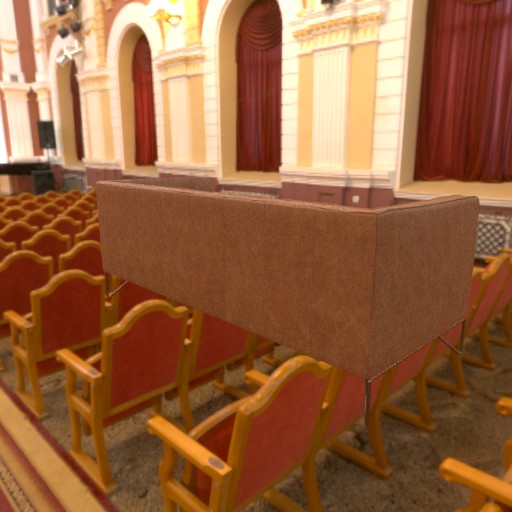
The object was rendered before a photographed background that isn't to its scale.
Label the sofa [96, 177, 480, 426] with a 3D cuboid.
[{"bbox_3d":[0.000,0.000,2.532,0.912,0.798,2.079,-13,18,-43],"label":"sofa"}]
